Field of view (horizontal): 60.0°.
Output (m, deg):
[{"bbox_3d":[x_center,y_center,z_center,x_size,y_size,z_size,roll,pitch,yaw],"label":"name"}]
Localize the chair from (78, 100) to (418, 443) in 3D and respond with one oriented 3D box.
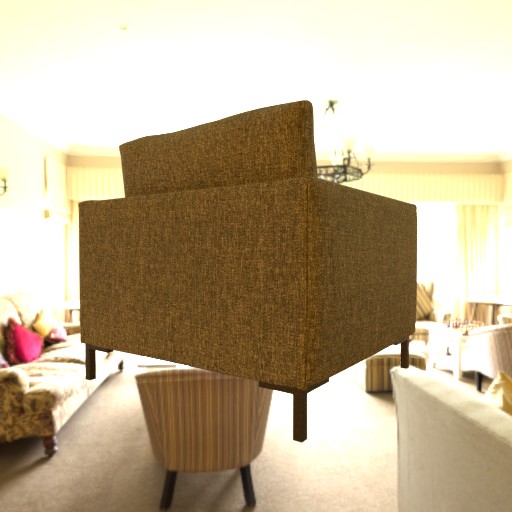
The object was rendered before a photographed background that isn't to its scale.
[{"bbox_3d":[0.000,0.000,1.632,0.963,0.861,0.866,1,1,36],"label":"chair"}]
